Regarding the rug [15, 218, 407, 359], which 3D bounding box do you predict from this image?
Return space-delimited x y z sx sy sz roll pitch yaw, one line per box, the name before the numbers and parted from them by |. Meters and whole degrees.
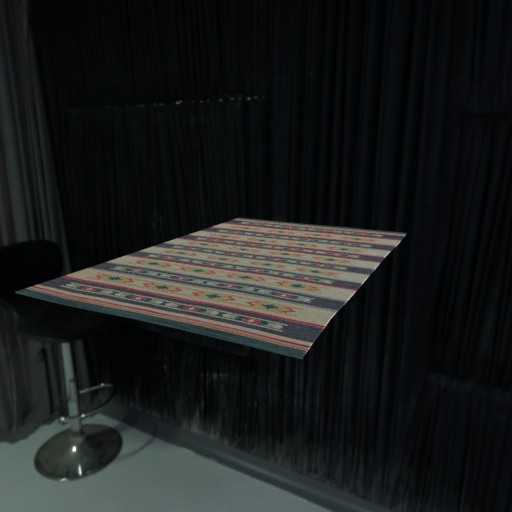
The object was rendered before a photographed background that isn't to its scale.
rug | 0.000 0.000 2.862 1.522 0.010 2.311 8 17 26
